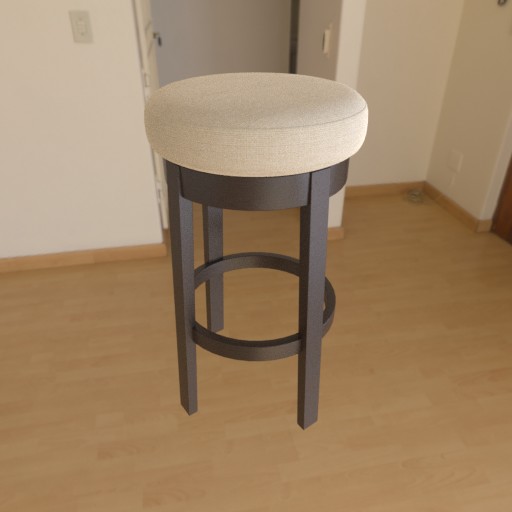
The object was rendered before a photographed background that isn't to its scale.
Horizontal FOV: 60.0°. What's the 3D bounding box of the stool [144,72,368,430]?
[{"bbox_3d":[0.000,0.000,1.035,0.446,0.758,0.446,0,32,0],"label":"stool"}]
